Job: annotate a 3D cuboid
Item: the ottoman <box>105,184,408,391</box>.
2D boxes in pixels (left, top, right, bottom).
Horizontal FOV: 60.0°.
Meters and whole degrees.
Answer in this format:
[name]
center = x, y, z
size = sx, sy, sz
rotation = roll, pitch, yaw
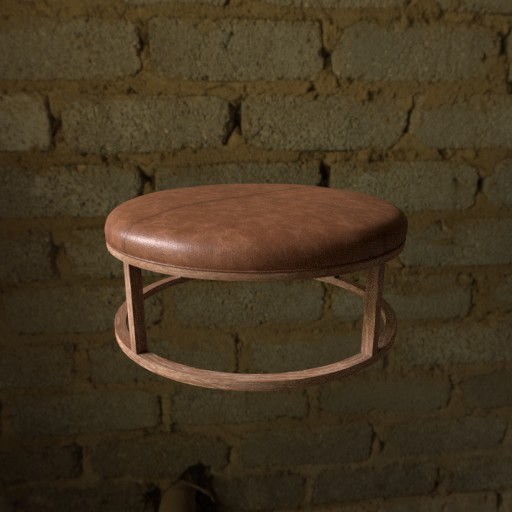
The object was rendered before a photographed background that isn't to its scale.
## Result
[ottoman]
center = 0.000, 0.000, 1.578
size = 1.006, 0.445, 1.006
rotation = 0, 17, 0
